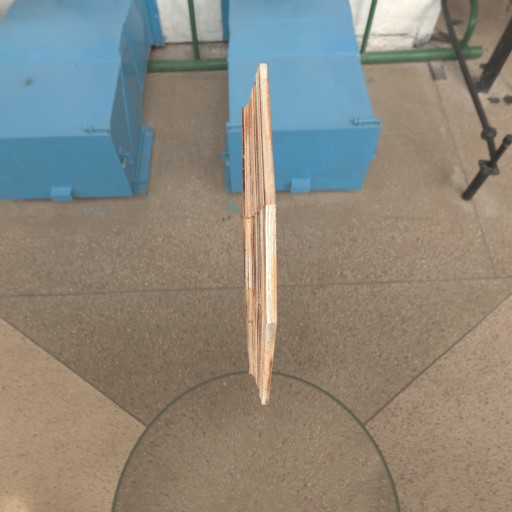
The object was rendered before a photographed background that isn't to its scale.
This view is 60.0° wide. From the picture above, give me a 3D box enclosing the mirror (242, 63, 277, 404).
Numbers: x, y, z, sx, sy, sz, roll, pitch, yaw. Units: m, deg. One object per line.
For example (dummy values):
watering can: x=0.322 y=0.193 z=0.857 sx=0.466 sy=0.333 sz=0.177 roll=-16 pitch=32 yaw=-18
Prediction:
mirror: x=0.000 y=0.000 z=1.314 sx=0.061 sy=1.015 sz=0.709 roll=-1 pitch=60 yaw=-1
